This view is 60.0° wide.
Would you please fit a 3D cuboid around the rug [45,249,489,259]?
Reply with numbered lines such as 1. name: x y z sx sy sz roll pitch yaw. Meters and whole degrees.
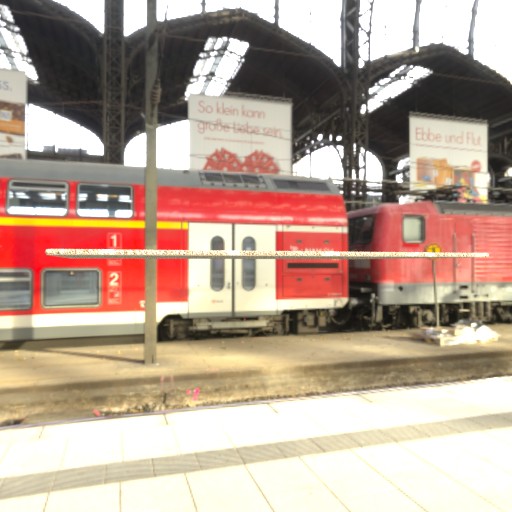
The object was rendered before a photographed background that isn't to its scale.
1. rug: 0.000 0.000 3.389 2.743 0.030 1.778 0 -1 -19
